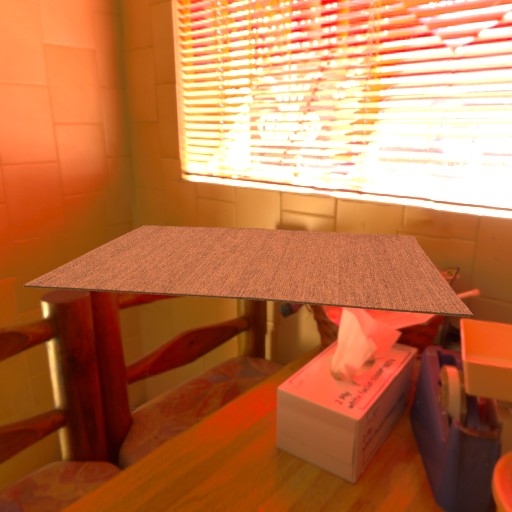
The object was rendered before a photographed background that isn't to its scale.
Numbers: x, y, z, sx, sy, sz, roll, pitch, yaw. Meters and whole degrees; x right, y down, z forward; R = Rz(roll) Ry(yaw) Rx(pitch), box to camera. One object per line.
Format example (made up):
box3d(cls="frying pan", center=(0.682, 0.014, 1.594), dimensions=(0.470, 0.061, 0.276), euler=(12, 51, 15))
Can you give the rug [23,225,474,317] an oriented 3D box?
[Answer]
box3d(cls="rug", center=(0.000, 0.000, 3.013), dimensions=(2.338, 0.030, 1.616), euler=(3, 16, 10))
